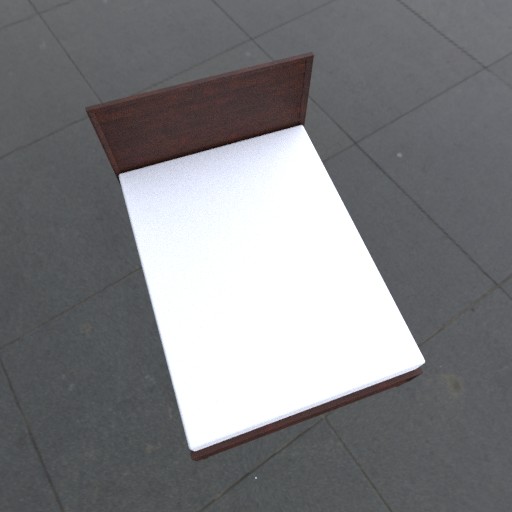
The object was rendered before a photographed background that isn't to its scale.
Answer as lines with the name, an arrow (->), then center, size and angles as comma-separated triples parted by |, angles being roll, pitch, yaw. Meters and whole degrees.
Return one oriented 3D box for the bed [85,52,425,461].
bed -> 0.000, 0.000, 3.116 | 1.600, 1.270, 2.184 | -17, 65, -8
